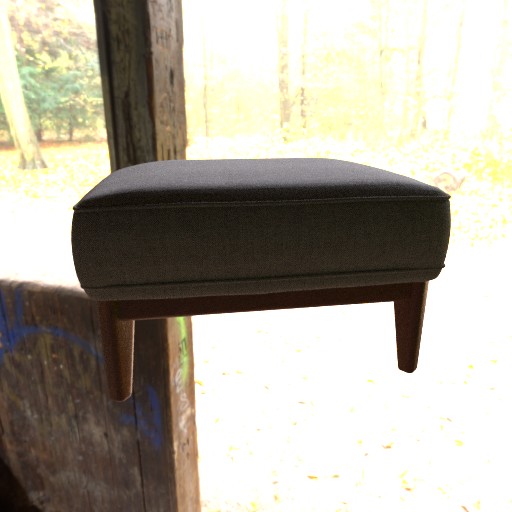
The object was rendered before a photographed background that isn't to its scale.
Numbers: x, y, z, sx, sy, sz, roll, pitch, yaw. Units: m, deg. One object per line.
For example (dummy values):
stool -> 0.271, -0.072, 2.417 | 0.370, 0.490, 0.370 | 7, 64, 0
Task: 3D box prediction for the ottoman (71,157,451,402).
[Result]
ottoman -> 0.000, 0.000, 1.104 | 0.750, 0.458, 0.555 | -3, 19, -9
